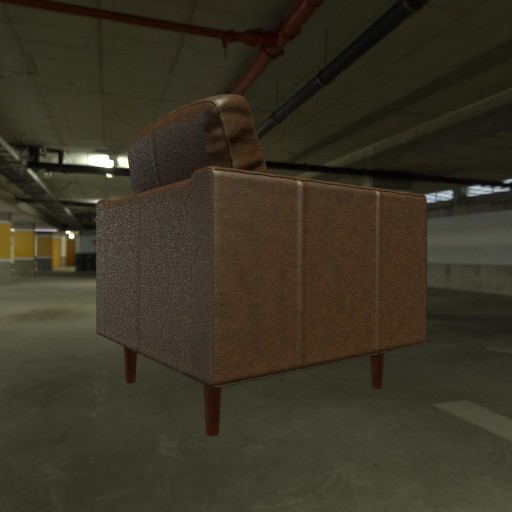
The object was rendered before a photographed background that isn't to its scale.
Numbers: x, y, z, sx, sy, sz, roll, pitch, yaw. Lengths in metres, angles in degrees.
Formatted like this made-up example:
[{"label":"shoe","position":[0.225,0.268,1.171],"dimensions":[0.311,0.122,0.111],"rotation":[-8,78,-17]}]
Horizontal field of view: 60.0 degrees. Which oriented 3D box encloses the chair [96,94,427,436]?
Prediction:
[{"label":"chair","position":[0.000,0.000,1.650],"dimensions":[0.909,0.956,0.890],"rotation":[0,0,-37]}]
